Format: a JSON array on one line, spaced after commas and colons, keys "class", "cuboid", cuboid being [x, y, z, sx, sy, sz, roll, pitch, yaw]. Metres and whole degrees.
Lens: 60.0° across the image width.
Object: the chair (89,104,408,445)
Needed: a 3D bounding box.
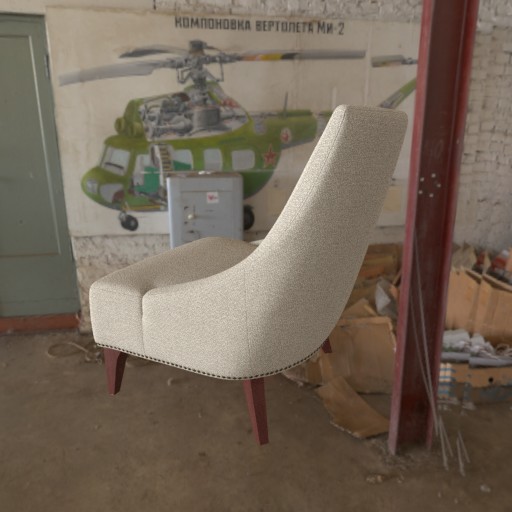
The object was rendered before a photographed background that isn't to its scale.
[{"class": "chair", "cuboid": [0.000, 0.000, 1.455, 0.861, 0.909, 0.701, 8, 18, 26]}]
